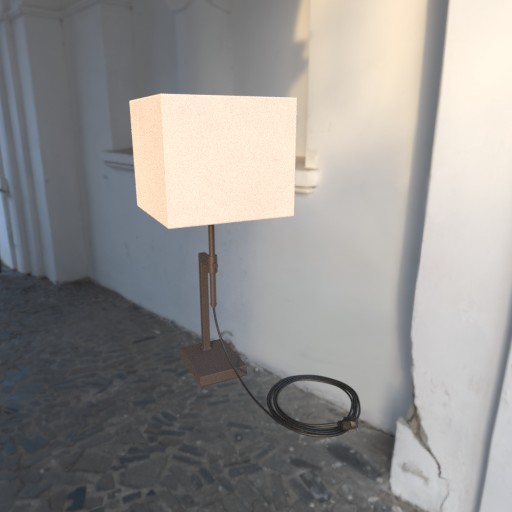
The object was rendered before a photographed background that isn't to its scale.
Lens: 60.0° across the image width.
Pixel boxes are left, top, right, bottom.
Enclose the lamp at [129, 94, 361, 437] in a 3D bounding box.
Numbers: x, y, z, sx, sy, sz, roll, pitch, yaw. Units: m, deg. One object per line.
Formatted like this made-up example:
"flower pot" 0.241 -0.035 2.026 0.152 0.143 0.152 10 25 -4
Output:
"lamp" 0.000 0.000 0.978 0.399 0.660 0.504 -8 18 -25
